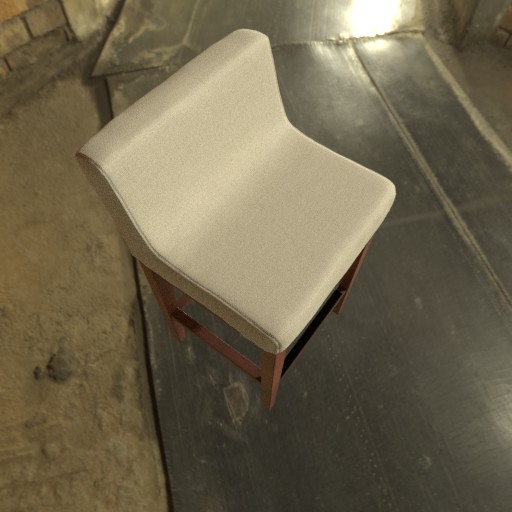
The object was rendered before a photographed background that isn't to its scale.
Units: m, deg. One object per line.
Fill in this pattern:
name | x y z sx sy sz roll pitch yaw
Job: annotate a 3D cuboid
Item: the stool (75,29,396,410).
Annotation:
stool | 0.000 0.000 1.226 0.500 0.937 0.511 33 64 18
